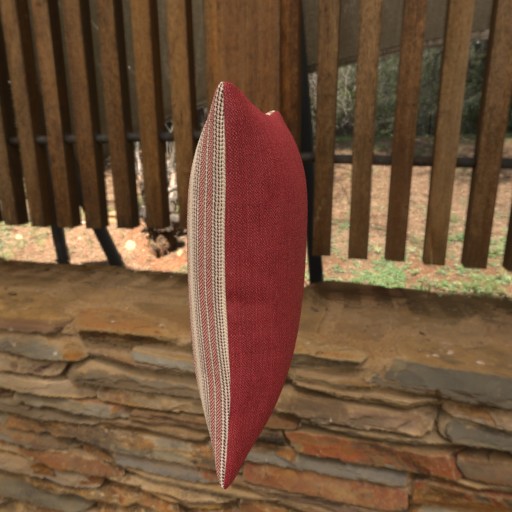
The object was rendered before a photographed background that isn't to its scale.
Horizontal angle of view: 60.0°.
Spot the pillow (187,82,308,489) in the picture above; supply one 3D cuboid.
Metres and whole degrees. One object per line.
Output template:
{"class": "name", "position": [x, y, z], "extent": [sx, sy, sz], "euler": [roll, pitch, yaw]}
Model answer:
{"class": "pillow", "position": [0.000, 0.000, 0.751], "extent": [0.166, 0.497, 0.513], "euler": [2, 15, 8]}
